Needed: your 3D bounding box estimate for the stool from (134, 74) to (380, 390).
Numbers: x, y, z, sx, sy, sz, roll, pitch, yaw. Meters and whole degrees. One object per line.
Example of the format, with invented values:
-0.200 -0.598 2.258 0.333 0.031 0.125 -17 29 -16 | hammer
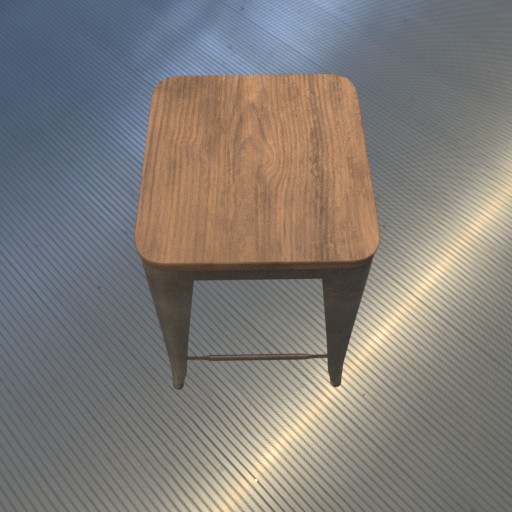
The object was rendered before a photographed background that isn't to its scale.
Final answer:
0.000 0.000 0.886 0.407 0.607 0.407 -1 63 0 | stool
